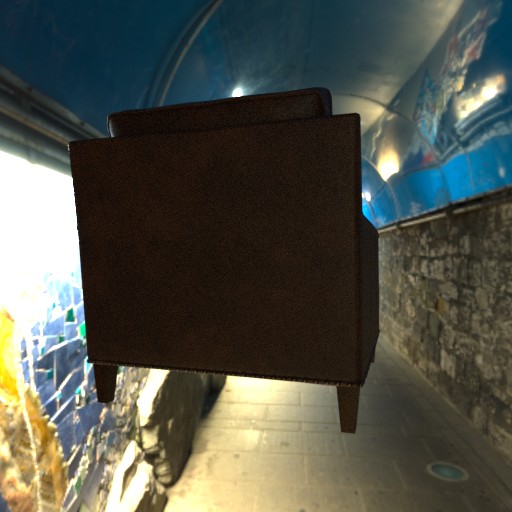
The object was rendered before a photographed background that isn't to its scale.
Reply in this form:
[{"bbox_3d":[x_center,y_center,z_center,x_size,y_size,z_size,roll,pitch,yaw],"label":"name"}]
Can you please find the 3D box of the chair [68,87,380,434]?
[{"bbox_3d":[0.000,0.000,1.650,0.853,0.929,1.014,0,0,18],"label":"chair"}]
